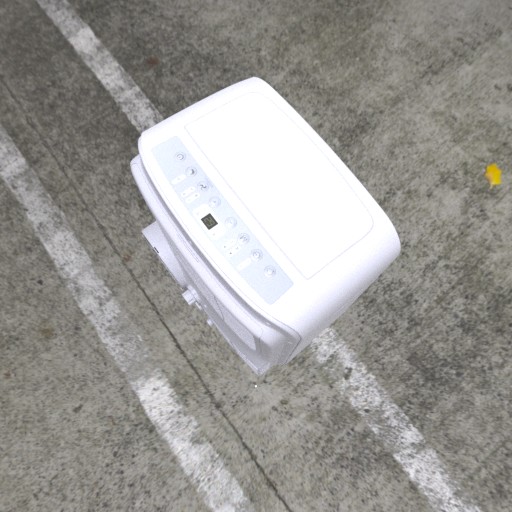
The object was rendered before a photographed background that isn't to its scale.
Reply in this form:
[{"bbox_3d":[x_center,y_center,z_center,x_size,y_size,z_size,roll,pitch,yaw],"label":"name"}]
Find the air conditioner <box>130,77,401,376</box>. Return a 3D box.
[{"bbox_3d":[0.000,0.000,0.995,0.365,0.700,0.454,-36,77,-10],"label":"air conditioner"}]
